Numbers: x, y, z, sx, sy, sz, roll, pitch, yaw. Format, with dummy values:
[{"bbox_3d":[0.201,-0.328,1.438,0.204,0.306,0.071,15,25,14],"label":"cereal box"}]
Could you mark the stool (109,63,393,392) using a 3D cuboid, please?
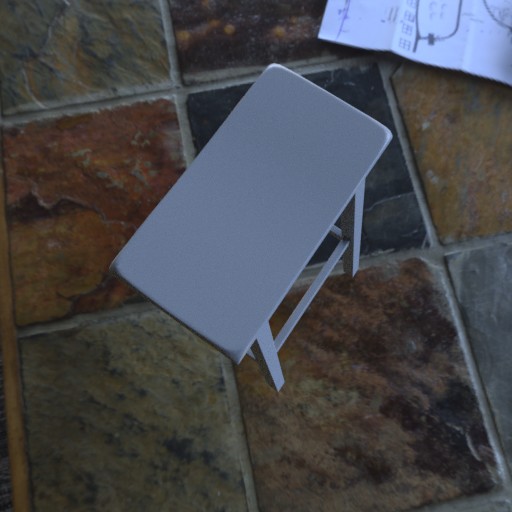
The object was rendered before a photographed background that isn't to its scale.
[{"bbox_3d":[0.000,0.000,1.043,0.476,0.737,0.457,34,78,8],"label":"stool"}]
